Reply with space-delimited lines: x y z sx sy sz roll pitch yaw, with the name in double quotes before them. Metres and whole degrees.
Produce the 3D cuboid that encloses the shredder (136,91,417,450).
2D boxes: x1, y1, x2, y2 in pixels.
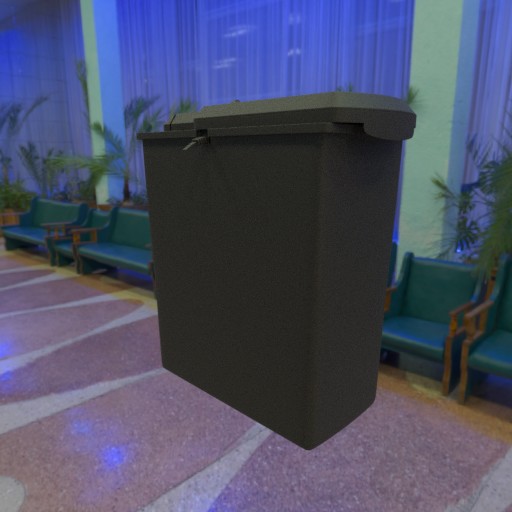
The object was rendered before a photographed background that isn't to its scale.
"shredder" 0.000 0.000 0.509 0.320 0.335 0.170 13 18 43
